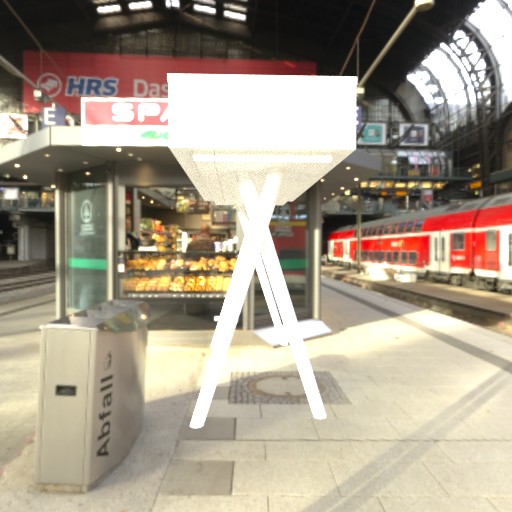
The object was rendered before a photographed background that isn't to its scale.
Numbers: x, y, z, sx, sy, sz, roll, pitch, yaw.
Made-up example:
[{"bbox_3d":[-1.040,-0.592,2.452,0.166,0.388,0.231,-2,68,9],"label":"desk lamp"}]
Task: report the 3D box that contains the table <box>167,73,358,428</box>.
[{"bbox_3d":[0.000,0.000,1.474,0.418,0.785,1.066,0,1,-3],"label":"table"}]
